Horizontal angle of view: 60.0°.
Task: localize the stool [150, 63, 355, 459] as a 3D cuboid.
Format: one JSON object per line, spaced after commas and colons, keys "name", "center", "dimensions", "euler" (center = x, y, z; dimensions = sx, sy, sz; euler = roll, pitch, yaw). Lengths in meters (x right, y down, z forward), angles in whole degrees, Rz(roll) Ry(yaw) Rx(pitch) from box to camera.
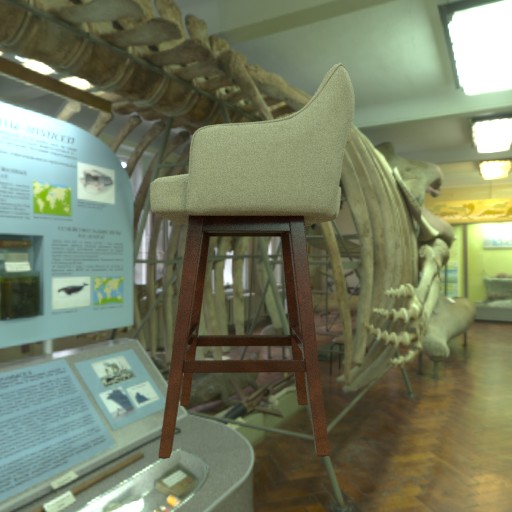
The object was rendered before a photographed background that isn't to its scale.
{"name": "stool", "center": [0.000, 0.000, 1.352], "dimensions": [0.560, 1.041, 0.550], "euler": [0, 0, -2]}
